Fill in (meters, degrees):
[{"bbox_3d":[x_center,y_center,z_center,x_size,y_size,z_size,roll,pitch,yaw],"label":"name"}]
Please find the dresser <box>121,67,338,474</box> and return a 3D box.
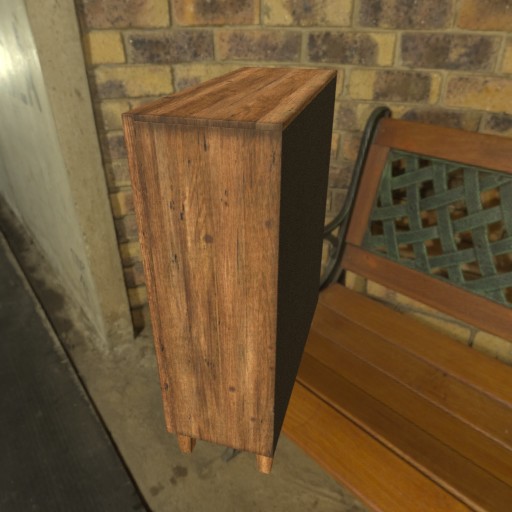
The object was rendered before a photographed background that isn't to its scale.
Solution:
[{"bbox_3d":[0.000,0.000,1.879,0.438,1.359,1.067,8,30,14],"label":"dresser"}]
